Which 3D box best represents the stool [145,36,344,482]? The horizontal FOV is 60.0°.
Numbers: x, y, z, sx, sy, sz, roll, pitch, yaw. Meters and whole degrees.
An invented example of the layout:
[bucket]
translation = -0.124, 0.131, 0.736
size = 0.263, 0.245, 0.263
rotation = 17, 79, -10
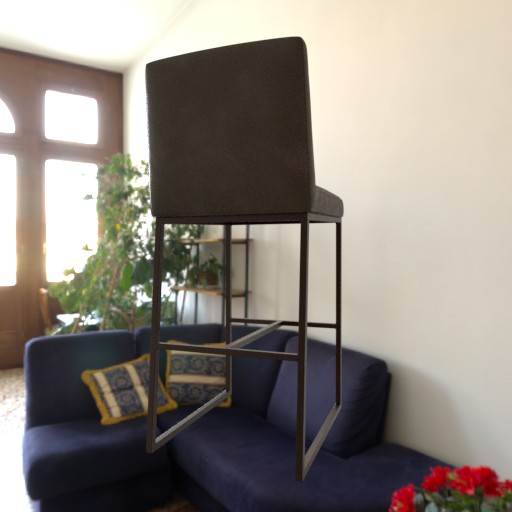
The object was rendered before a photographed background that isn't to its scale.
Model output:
[stool]
translation = 0.000, 0.000, 1.373
size = 0.463, 1.065, 0.562
rotation = 0, 1, 21
